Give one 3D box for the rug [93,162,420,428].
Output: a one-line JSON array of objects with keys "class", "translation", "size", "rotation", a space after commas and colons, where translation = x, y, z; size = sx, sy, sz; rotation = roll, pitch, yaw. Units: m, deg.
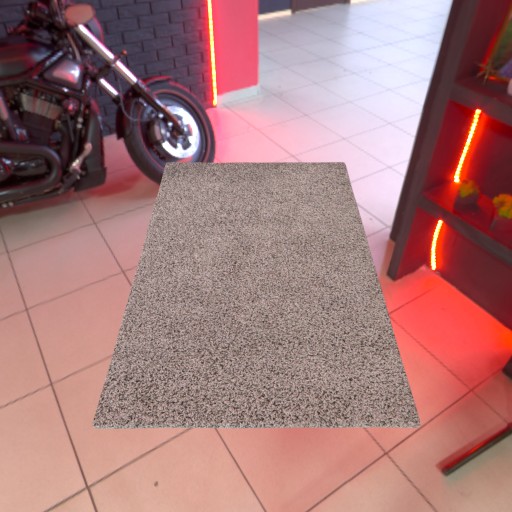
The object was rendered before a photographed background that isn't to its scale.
[{"class": "rug", "translation": [0.000, 0.000, 3.400], "size": [1.778, 0.030, 2.743], "rotation": [0, 42, 0]}]
